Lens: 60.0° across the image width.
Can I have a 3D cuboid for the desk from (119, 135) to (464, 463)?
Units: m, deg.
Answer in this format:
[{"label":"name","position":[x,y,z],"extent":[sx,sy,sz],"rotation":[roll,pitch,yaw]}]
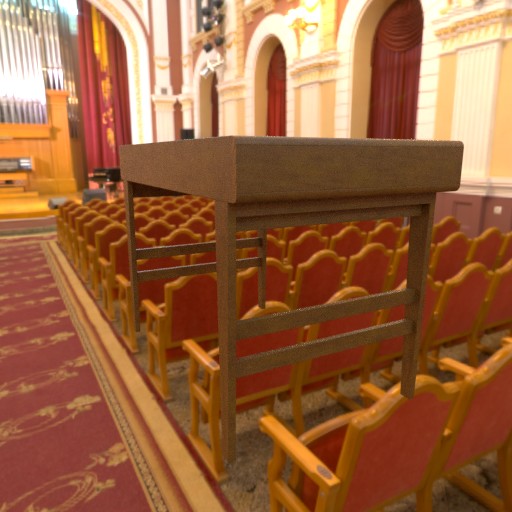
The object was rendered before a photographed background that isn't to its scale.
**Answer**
[{"label":"desk","position":[0.000,0.000,1.535],"extent":[0.660,0.754,1.066],"rotation":[-7,14,-28]}]
